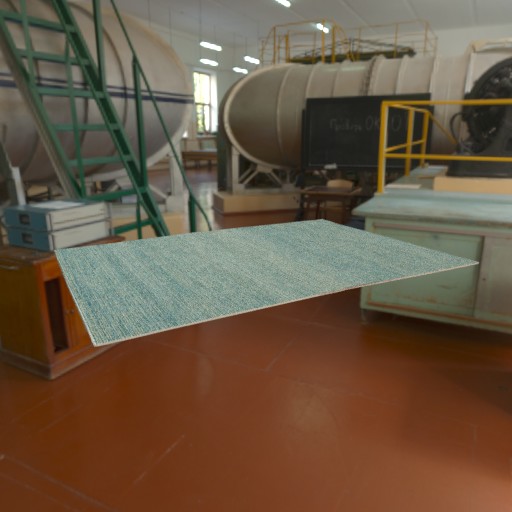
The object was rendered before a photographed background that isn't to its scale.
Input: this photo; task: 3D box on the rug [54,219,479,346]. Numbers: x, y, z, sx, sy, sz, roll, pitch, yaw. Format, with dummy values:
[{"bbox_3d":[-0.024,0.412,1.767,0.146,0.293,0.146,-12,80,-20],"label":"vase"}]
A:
[{"bbox_3d":[0.000,0.000,2.901,2.305,0.029,1.593,-9,18,-27],"label":"rug"}]
